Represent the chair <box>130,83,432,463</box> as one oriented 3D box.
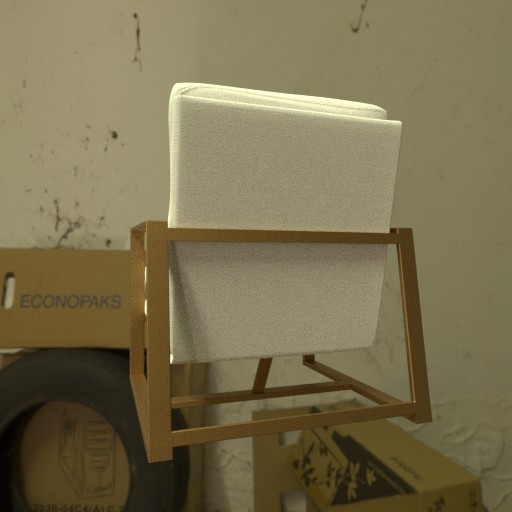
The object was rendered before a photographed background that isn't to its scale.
[{"bbox_3d":[0.000,0.000,1.540,0.805,0.966,0.813,0,-1,-19],"label":"chair"}]
